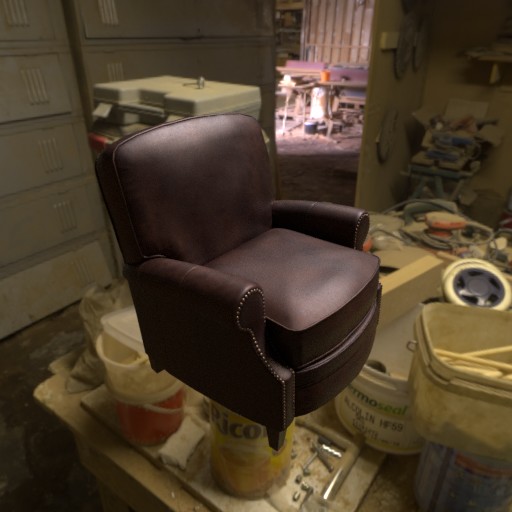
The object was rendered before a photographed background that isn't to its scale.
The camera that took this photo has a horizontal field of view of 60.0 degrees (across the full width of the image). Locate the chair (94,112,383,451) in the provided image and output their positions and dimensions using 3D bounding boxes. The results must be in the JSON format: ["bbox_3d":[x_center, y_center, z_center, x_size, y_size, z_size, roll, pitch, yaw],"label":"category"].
[{"bbox_3d":[0.000,0.000,1.788,0.986,1.018,0.936,19,33,33],"label":"chair"}]
